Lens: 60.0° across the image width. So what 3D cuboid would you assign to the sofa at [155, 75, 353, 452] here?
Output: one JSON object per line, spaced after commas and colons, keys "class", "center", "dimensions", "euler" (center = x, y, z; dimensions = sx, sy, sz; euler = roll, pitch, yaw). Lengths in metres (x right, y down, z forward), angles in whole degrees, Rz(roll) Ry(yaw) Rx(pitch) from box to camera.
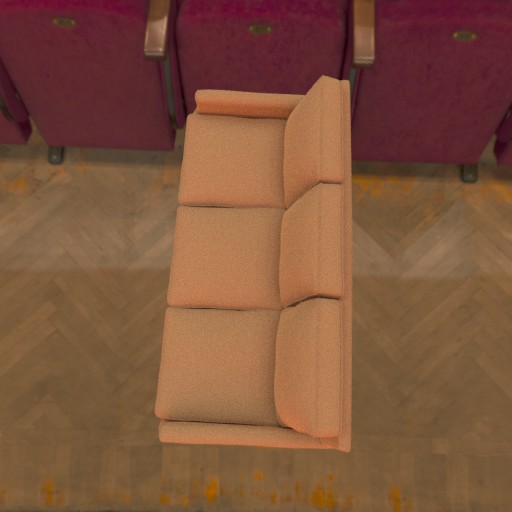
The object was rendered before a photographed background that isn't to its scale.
{"class": "sofa", "center": [0.000, 0.000, 2.828], "dimensions": [1.084, 1.003, 2.246], "euler": [3, 74, 1]}
